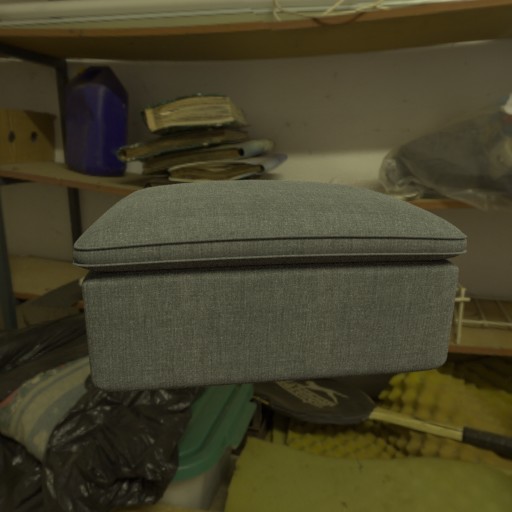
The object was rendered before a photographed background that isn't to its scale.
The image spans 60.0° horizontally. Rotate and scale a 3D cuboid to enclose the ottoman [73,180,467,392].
[{"bbox_3d":[0.000,0.000,1.675,1.067,0.559,1.067,-2,14,-7],"label":"ottoman"}]
